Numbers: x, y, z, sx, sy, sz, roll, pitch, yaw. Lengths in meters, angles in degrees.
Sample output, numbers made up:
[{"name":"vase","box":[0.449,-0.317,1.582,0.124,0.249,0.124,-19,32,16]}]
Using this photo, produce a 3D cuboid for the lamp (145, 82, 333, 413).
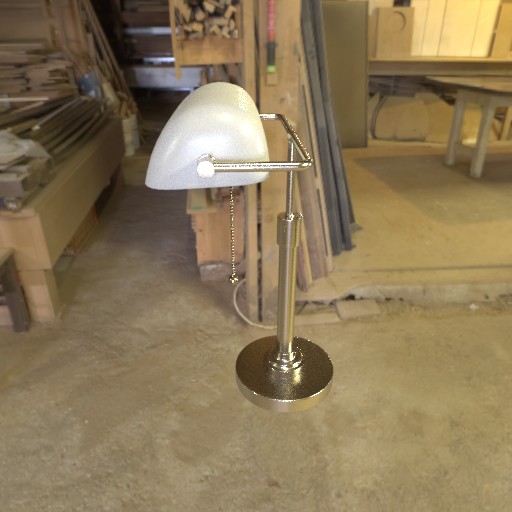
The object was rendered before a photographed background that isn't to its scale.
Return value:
[{"name":"lamp","box":[0.000,0.000,0.568,0.227,0.404,0.269,-1,27,-2]}]
